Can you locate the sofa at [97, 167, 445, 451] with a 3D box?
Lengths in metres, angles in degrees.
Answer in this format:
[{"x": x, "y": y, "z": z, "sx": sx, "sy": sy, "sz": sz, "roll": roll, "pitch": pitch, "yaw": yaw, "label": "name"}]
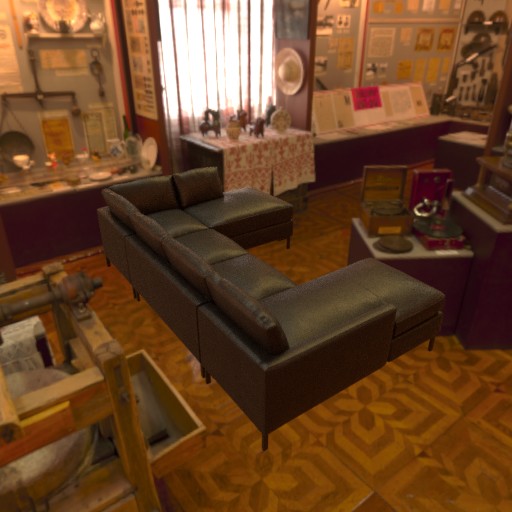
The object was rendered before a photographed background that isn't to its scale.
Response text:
[{"x": 0.000, "y": 0.000, "z": 4.002, "sx": 1.939, "sy": 0.900, "sz": 2.956, "roll": -18, "pitch": 32, "yaw": -31, "label": "sofa"}]
